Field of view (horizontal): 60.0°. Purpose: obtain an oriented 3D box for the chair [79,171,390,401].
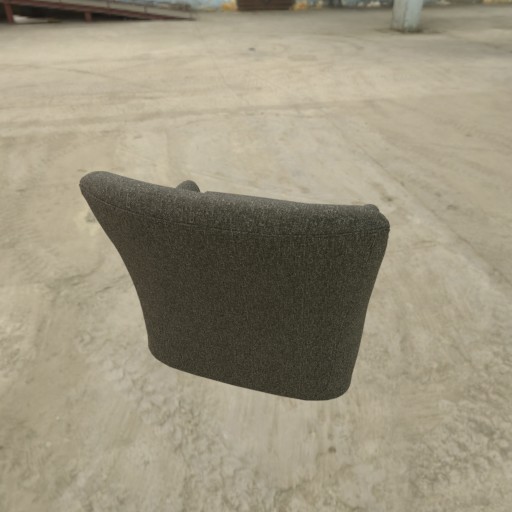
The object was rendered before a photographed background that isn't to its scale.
[{"bbox_3d":[0.000,0.000,1.609,0.864,0.856,0.923,10,35,14],"label":"chair"}]
